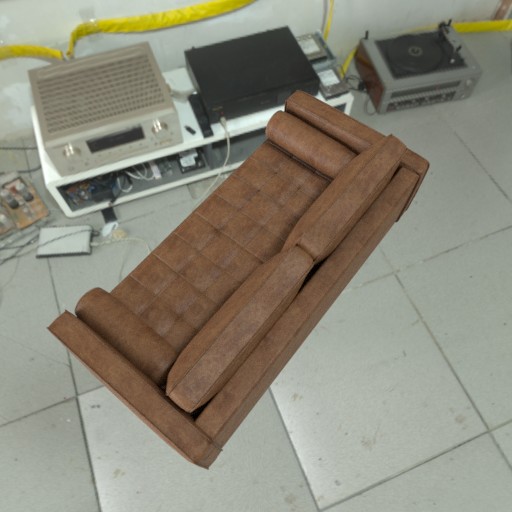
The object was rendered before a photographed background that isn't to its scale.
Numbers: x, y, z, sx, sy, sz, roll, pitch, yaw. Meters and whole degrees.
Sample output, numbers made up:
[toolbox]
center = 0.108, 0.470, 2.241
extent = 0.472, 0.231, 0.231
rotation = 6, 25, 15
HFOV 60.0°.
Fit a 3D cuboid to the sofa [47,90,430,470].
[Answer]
[sofa]
center = 0.000, 0.000, 2.354
extent = 0.924, 0.825, 1.920
rotation = 35, 68, 17
